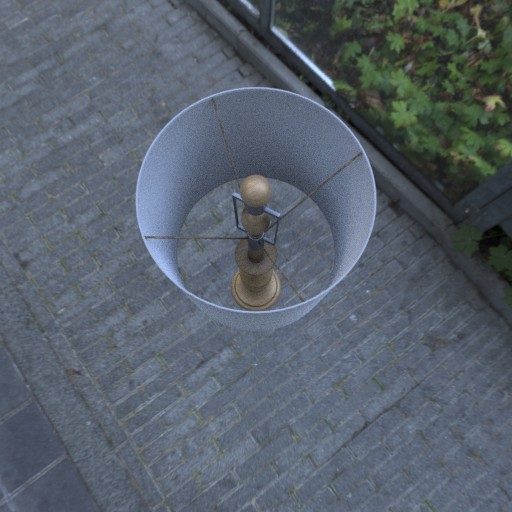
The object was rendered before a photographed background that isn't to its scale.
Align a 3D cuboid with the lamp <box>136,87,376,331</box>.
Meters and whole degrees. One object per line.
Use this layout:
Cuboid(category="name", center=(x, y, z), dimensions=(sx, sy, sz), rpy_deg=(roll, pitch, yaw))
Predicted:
Cuboid(category="lamp", center=(0.000, 0.000, 0.729), dimensions=(0.250, 0.597, 0.250), rpy_deg=(-22, 77, -5))
